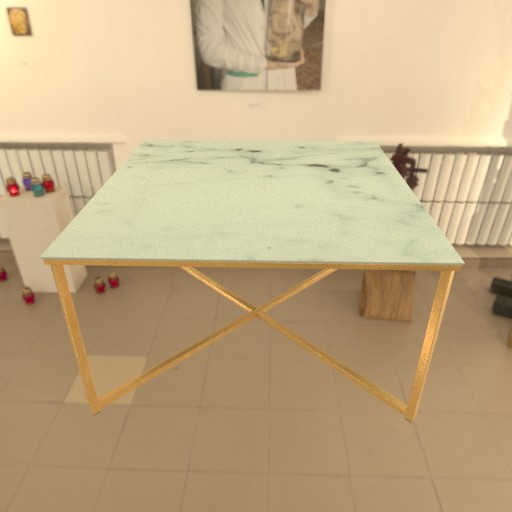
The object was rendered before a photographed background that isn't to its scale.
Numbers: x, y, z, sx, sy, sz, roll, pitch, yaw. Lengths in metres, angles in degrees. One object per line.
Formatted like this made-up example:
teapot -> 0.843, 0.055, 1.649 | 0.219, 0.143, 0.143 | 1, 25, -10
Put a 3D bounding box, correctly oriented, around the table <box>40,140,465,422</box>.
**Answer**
table -> 0.000, 0.000, 1.292 | 0.800, 0.450, 0.800 | 1, 30, 1
